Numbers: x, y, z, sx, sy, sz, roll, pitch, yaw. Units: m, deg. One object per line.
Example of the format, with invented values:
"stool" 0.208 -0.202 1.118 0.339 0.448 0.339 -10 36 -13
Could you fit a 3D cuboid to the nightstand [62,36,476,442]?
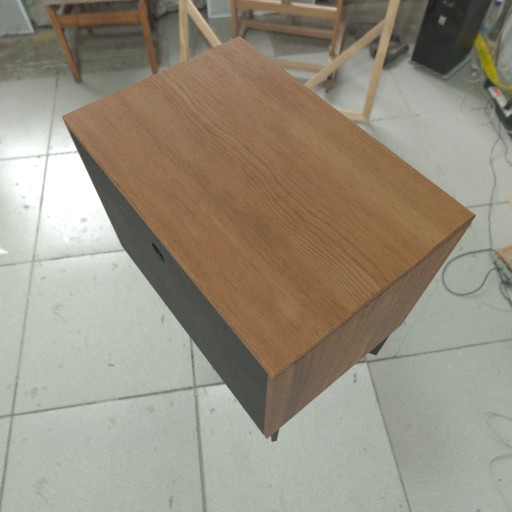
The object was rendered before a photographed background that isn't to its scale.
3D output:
"nightstand" 0.000 0.000 1.015 0.427 0.615 0.613 -34 64 -19
